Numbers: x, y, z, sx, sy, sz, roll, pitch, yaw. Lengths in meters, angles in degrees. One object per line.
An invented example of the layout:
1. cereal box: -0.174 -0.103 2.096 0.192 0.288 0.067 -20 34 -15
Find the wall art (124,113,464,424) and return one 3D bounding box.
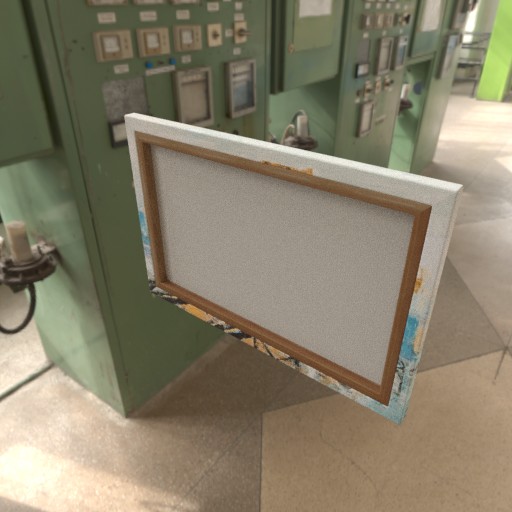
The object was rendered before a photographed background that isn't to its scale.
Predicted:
1. wall art: 0.000 0.000 1.174 0.913 0.609 0.038 22 37 32
